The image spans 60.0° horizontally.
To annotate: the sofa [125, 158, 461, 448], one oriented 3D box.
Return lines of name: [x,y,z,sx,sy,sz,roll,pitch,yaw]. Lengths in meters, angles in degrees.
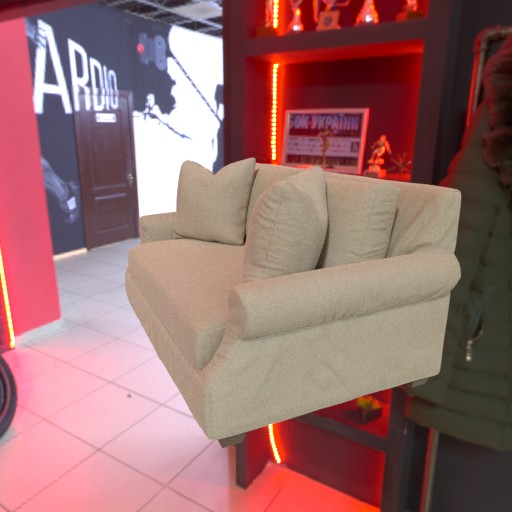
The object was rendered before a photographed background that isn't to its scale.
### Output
sofa: [0.000,0.000,2.159,1.070,0.905,1.550,-7,17,-25]
